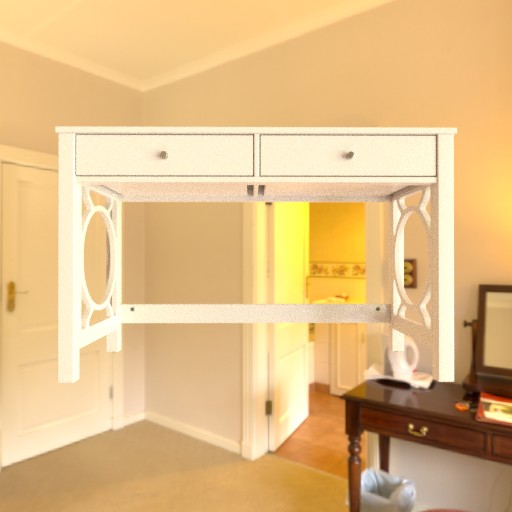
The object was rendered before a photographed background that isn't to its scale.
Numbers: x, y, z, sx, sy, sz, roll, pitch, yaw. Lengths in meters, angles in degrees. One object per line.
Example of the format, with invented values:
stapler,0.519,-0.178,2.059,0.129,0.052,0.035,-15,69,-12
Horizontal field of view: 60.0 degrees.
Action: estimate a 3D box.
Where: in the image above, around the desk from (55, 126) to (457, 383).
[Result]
desk,0.000,0.000,1.551,1.191,0.762,0.504,0,0,-1
